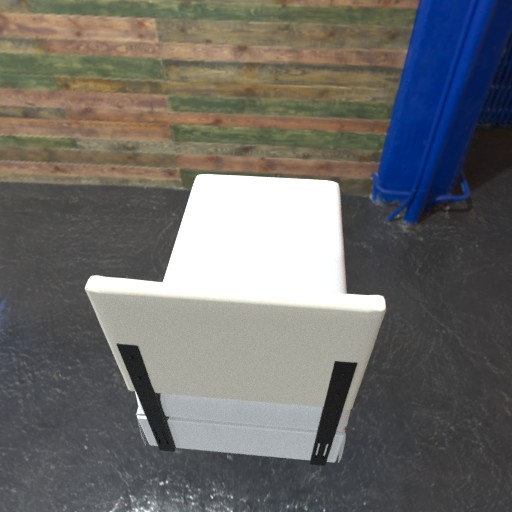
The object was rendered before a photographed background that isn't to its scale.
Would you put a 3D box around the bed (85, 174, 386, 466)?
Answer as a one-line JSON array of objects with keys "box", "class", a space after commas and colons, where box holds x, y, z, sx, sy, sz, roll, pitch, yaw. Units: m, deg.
[{"box": [0.000, 0.000, 2.874, 1.261, 1.571, 1.997, 4, 46, 4], "class": "bed"}]
